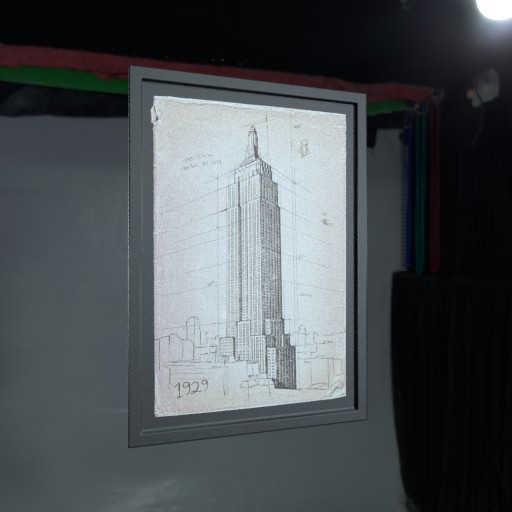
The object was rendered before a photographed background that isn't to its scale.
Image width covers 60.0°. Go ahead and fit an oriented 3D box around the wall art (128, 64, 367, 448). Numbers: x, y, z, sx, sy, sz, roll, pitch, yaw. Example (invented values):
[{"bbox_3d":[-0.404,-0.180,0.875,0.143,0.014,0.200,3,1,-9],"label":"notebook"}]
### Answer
[{"bbox_3d":[0.000,0.000,0.548,0.303,0.431,0.013,0,0,-17],"label":"wall art"}]
